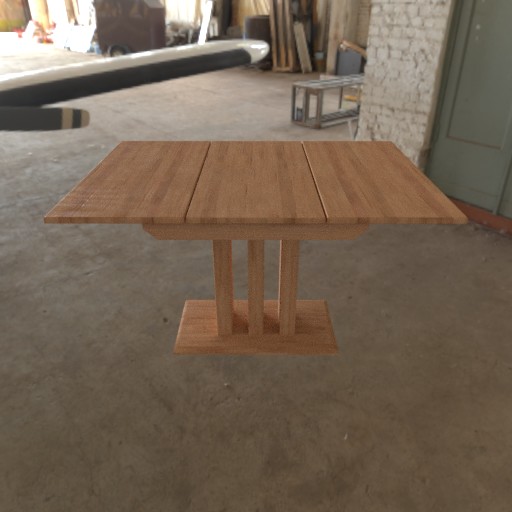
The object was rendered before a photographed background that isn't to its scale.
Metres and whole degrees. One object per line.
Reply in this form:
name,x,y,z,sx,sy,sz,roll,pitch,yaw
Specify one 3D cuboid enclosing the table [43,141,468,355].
table,0.000,0.000,1.933,1.300,0.770,0.900,0,29,0
